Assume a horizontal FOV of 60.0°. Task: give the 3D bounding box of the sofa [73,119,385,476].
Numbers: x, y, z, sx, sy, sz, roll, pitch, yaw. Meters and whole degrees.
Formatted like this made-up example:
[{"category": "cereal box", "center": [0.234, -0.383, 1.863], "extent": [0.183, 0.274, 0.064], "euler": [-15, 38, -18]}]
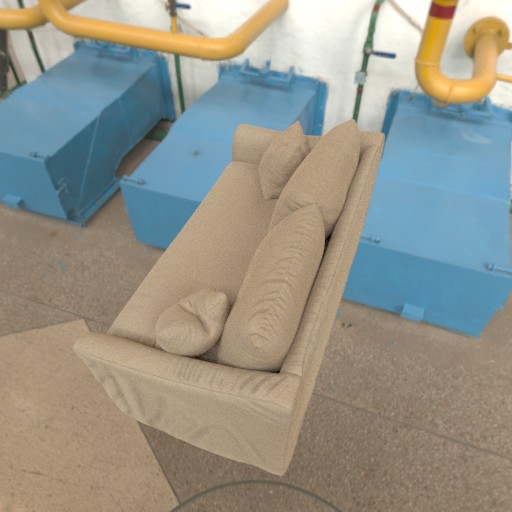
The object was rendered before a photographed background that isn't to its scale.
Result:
[{"category": "sofa", "center": [0.000, 0.000, 2.630], "extent": [1.072, 1.018, 2.010], "euler": [16, 49, 14]}]
